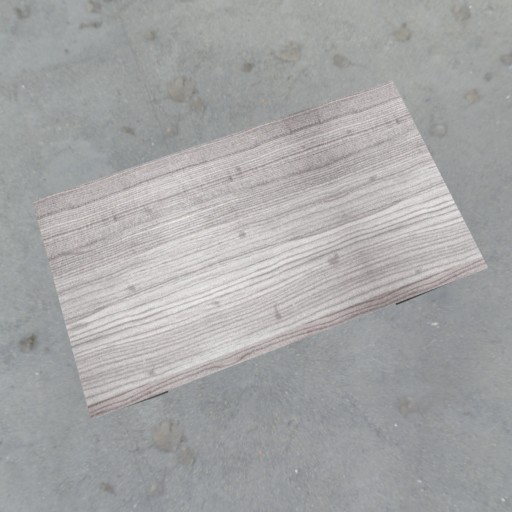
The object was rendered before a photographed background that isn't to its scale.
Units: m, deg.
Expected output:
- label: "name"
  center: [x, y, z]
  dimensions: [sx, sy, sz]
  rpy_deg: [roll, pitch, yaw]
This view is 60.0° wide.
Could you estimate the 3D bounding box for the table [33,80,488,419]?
- label: "table"
  center: [0.000, 0.000, 2.096]
  dimensions: [1.579, 0.736, 0.881]
  rpy_deg: [-20, 77, -5]
